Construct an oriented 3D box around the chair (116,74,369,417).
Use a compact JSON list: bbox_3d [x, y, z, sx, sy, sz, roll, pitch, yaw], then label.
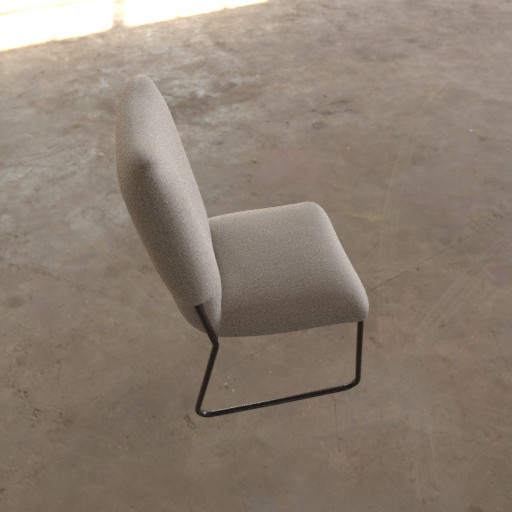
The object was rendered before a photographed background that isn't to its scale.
[{"bbox_3d":[0.000,0.000,1.176,0.560,0.864,0.448,-9,46,-8],"label":"chair"}]
